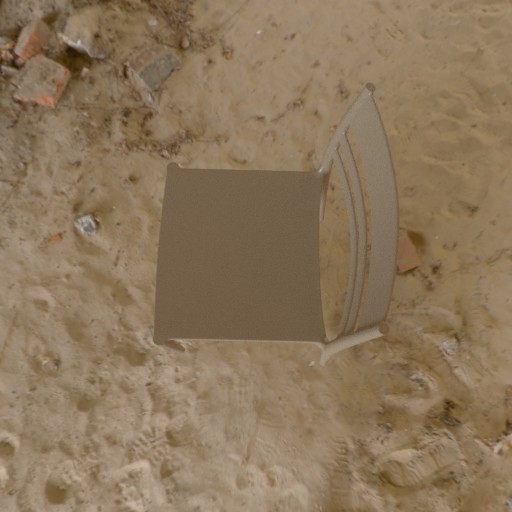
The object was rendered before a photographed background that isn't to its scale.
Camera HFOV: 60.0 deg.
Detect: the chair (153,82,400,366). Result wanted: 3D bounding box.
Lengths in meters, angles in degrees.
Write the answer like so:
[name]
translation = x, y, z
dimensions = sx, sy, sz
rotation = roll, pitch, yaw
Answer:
[chair]
translation = 0.000, 0.000, 1.157
dimensions = 0.511, 0.800, 0.531
rotation = 1, 75, 0
